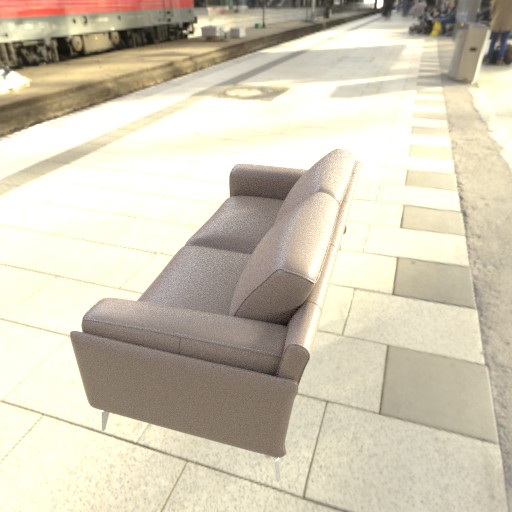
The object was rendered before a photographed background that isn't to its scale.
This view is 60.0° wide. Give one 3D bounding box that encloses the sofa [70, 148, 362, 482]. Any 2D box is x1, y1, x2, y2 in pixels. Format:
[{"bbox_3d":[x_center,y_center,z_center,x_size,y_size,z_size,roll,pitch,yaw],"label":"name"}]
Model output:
[{"bbox_3d":[0.000,0.000,2.555,1.049,0.930,2.101,9,32,14],"label":"sofa"}]
